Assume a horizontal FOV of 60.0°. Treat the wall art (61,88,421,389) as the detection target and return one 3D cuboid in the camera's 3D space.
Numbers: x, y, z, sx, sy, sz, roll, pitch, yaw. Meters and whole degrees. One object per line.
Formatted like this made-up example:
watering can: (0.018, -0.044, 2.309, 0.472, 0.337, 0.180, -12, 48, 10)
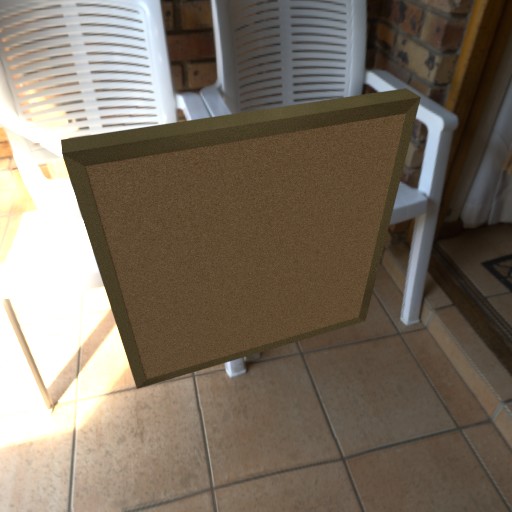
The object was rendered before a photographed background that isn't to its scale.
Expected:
wall art: (0.000, 0.000, 0.775, 0.507, 0.508, 0.038, -13, 43, -15)
